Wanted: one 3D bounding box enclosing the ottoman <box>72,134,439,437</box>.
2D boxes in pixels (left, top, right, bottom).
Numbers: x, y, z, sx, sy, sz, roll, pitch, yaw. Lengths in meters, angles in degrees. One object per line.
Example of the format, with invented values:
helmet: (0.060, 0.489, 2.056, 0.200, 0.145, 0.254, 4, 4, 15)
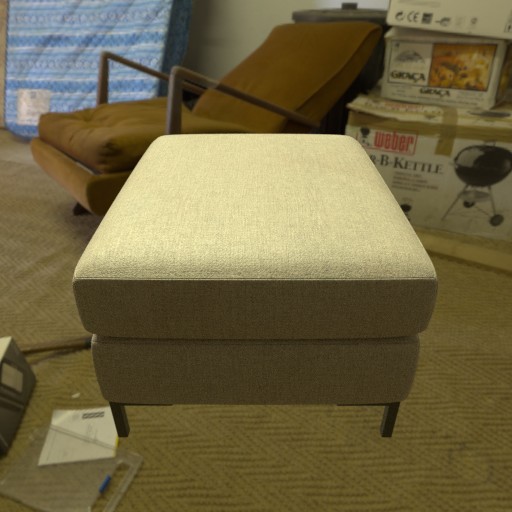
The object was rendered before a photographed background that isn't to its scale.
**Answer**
ottoman: (0.000, 0.000, 1.195, 0.671, 0.490, 0.820, 0, 32, 0)
